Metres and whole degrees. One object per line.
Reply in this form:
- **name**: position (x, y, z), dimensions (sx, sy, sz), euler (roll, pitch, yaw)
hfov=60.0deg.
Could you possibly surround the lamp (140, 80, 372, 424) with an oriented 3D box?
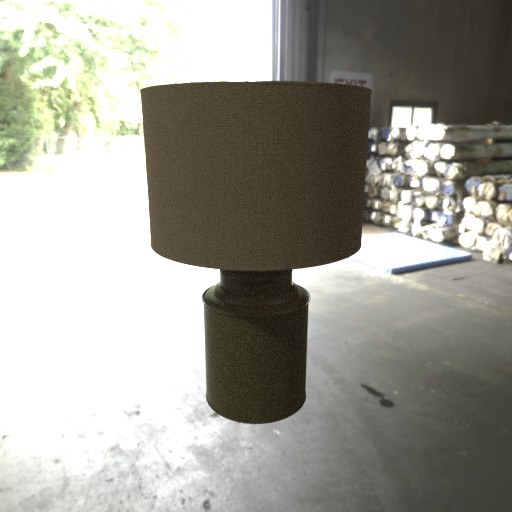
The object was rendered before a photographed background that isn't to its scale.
- **lamp**: position (0.000, 0.000, 0.692), dimensions (0.318, 0.486, 0.318), euler (0, 16, 0)
